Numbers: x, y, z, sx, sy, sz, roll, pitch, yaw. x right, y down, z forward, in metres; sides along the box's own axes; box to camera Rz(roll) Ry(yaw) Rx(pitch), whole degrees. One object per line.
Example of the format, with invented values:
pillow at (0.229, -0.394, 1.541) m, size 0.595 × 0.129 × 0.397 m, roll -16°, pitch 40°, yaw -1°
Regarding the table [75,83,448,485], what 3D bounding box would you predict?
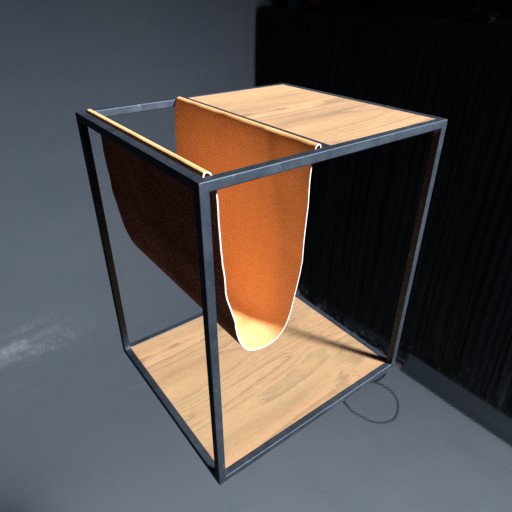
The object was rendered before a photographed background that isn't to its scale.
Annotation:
table at (0.000, 0.000, 0.847) m, size 0.450 × 0.536 × 0.399 m, roll -21°, pitch 37°, yaw -31°
